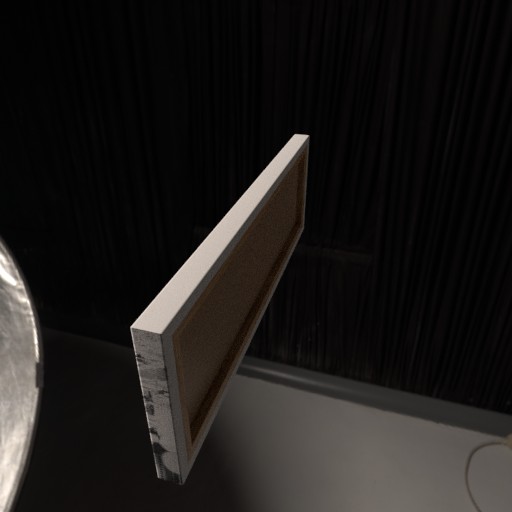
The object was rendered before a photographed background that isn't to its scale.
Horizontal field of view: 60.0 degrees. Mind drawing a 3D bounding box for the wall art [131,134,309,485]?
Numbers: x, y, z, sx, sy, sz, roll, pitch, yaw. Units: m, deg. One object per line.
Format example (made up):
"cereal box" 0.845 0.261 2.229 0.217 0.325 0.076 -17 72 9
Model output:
"wall art" 0.000 0.000 0.829 0.038 0.255 0.763 9 32 15
